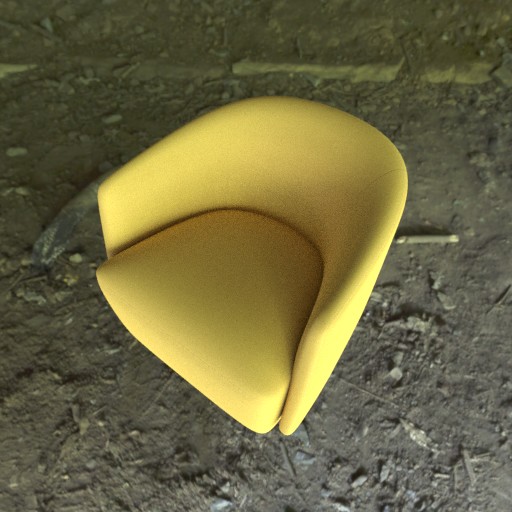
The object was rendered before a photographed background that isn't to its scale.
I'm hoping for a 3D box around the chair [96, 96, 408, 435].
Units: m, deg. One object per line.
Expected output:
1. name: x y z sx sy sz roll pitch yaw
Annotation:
1. chair: 0.000 0.000 1.363 0.773 0.698 0.767 30 53 26
